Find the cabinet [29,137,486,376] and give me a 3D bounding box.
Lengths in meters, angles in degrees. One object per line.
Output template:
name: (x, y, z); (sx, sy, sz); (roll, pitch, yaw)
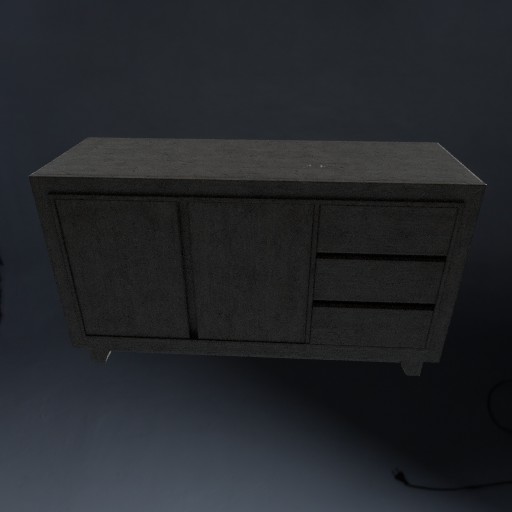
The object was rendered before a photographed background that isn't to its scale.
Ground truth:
cabinet: (0.000, 0.000, 1.828); (1.460, 0.825, 0.511); (2, 29, 3)
